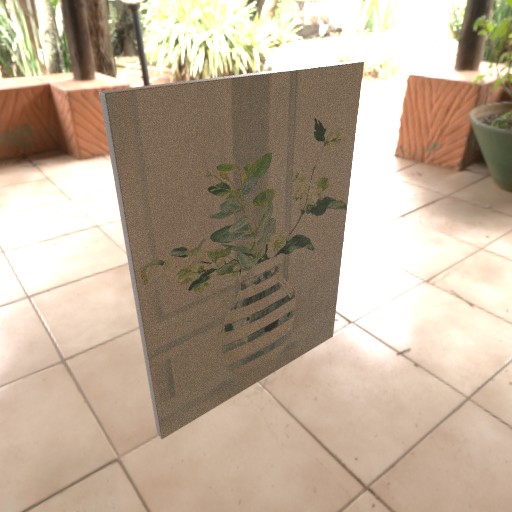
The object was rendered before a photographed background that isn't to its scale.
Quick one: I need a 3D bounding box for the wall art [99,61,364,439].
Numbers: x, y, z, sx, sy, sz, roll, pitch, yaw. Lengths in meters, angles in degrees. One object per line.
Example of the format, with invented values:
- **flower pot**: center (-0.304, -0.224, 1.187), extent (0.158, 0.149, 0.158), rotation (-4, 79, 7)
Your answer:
- **wall art**: center (0.000, 0.000, 1.579), extent (0.914, 1.212, 0.038), rotation (-22, 37, -33)
